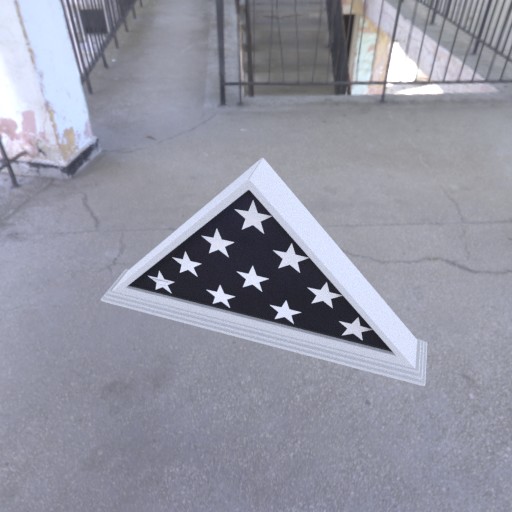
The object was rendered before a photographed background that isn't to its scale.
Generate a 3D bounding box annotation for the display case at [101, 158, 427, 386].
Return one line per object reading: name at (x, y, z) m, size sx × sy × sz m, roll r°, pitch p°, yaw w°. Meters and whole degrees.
display case at (0.000, 0.000, 0.760) m, size 0.640 × 0.340 × 0.095 m, roll 12°, pitch 42°, yaw 14°
